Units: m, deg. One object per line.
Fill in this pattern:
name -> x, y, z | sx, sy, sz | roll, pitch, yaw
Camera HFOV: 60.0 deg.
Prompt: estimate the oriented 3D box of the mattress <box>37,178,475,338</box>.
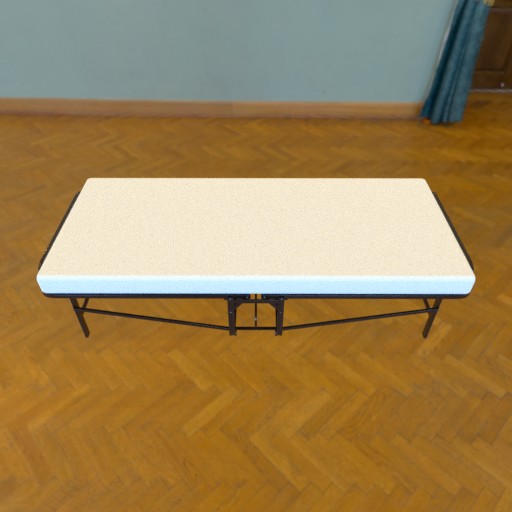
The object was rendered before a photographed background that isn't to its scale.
mattress -> 0.000, 0.000, 2.579 | 2.153, 0.519, 0.922 | 0, 42, 0
